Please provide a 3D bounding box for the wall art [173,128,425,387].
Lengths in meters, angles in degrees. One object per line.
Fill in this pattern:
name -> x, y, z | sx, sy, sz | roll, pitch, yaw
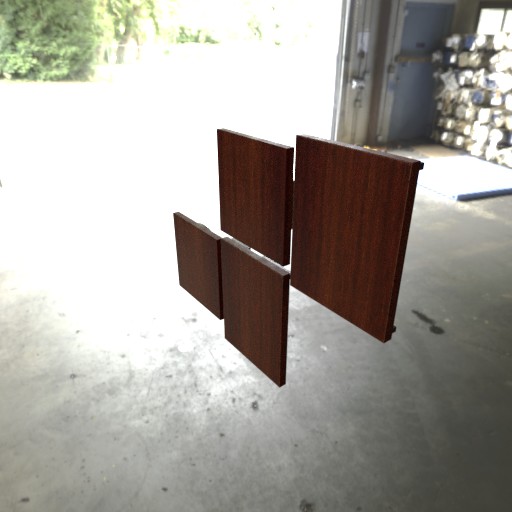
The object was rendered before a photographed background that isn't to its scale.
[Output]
wall art -> 0.000, 0.000, 0.849 | 0.030, 0.497, 0.635 | -18, 32, -32
